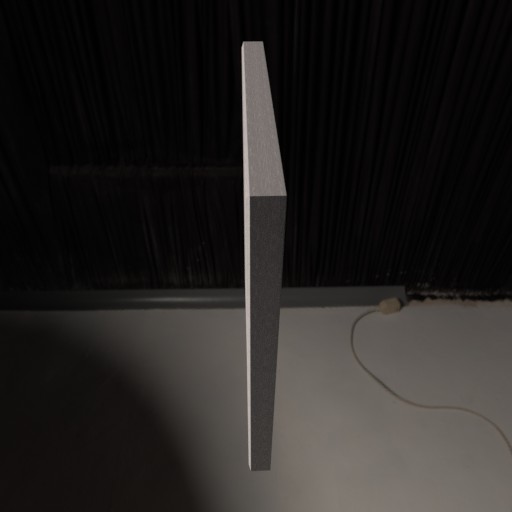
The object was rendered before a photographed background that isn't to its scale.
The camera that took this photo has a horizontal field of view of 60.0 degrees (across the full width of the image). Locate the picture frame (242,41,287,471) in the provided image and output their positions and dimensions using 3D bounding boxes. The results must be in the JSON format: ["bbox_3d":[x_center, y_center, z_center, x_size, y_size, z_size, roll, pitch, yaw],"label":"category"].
[{"bbox_3d":[0.000,0.000,0.516,0.027,0.378,0.327,-1,41,-1],"label":"picture frame"}]
